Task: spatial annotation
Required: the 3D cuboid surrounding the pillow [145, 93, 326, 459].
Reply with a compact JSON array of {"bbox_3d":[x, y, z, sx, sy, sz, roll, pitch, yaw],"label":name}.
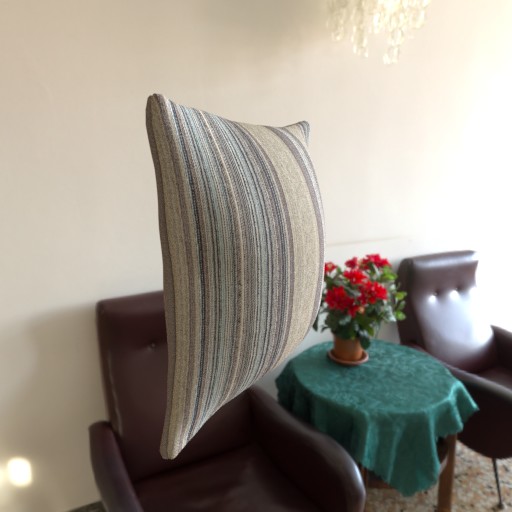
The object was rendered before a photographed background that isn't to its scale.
[{"bbox_3d":[0.000,0.000,0.664,0.189,0.416,0.435,6,14,26],"label":"pillow"}]
